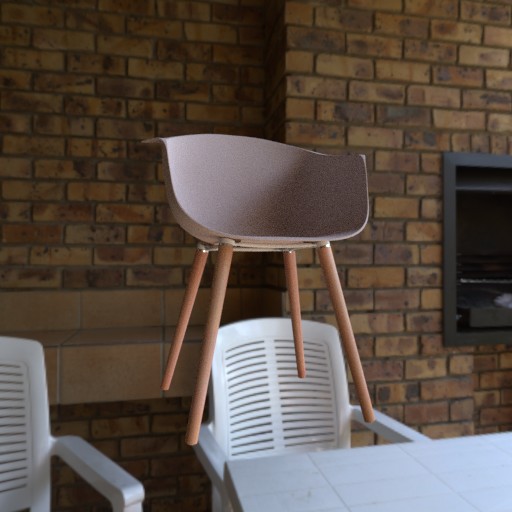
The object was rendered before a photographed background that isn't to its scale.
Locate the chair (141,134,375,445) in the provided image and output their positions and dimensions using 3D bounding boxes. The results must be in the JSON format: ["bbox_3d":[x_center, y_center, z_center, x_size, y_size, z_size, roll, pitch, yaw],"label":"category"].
[{"bbox_3d":[0.000,0.000,1.182,0.593,0.781,0.504,0,-1,-18],"label":"chair"}]
